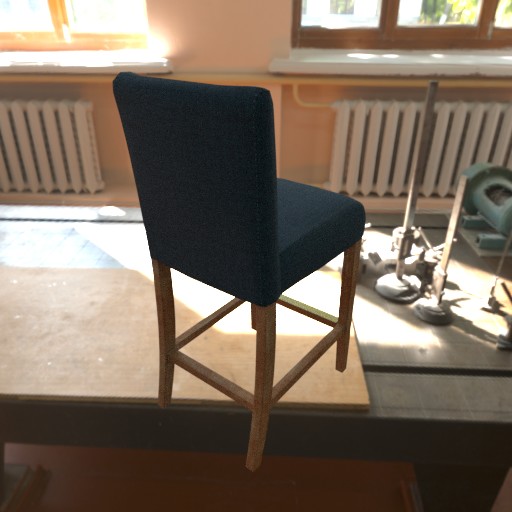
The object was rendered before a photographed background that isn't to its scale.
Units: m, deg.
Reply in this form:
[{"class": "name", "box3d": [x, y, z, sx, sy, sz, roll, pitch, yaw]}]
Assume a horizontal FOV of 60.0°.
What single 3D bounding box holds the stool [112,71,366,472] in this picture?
[{"class": "stool", "box3d": [0.000, 0.000, 1.323, 0.454, 1.039, 0.567, 20, 35, 32]}]
